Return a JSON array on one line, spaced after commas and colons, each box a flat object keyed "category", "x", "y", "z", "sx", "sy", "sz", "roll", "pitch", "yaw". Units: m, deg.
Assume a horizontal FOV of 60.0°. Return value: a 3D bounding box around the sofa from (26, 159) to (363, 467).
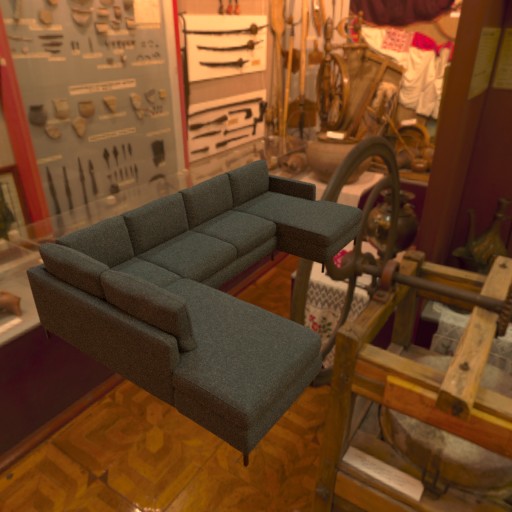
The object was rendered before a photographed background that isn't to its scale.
[{"category": "sofa", "x": 0.000, "y": 0.000, "z": 3.790, "sx": 2.007, "sy": 0.813, "sz": 2.956, "roll": 18, "pitch": 33, "yaw": 31}]
